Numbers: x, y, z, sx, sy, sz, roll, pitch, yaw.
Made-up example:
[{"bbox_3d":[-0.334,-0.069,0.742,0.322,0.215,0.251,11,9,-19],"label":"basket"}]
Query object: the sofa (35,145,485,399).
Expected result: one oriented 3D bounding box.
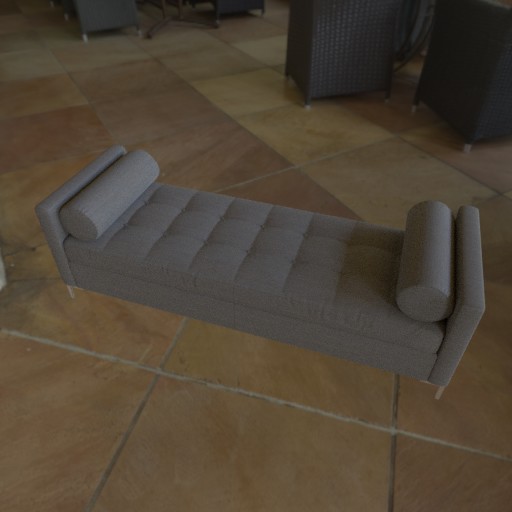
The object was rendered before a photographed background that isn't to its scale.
[{"bbox_3d":[0.000,0.000,2.271,1.981,0.635,0.686,13,42,14],"label":"sofa"}]
